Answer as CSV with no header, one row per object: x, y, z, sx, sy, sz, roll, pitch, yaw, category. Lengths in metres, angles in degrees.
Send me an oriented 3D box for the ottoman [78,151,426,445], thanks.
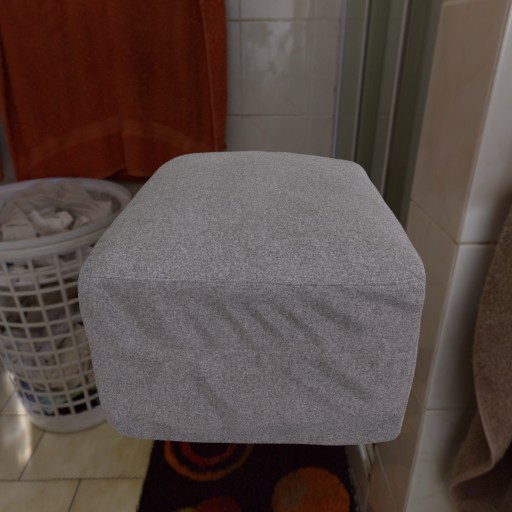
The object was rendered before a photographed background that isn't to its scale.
0.000,0.000,1.210,0.683,0.481,0.837,1,27,1,ottoman
